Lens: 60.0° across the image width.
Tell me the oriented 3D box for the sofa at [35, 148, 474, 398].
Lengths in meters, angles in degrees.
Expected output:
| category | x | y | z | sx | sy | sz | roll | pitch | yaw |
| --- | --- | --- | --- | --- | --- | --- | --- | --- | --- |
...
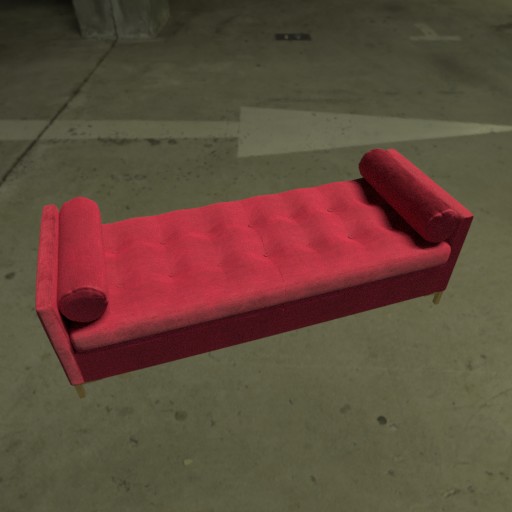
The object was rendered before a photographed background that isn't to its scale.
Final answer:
| category | x | y | z | sx | sy | sz | roll | pitch | yaw |
| --- | --- | --- | --- | --- | --- | --- | --- | --- | --- |
| sofa | 0.000 | 0.000 | 2.449 | 2.102 | 0.705 | 0.796 | -12 | 42 | -14 |
